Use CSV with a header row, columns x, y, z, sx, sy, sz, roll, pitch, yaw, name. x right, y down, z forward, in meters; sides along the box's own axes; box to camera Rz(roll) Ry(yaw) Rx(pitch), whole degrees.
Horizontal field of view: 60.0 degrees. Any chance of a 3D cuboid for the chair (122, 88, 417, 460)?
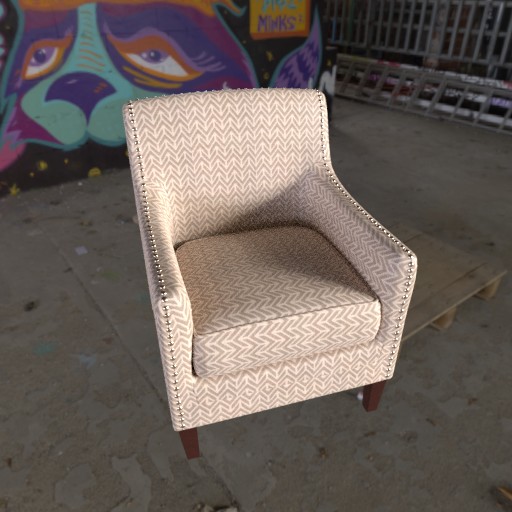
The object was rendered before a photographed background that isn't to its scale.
x,y,z,sx,sy,sz,roll,pitch,yaw,name
0.000,0.000,1.291,0.623,0.816,0.651,-9,33,-14,chair
